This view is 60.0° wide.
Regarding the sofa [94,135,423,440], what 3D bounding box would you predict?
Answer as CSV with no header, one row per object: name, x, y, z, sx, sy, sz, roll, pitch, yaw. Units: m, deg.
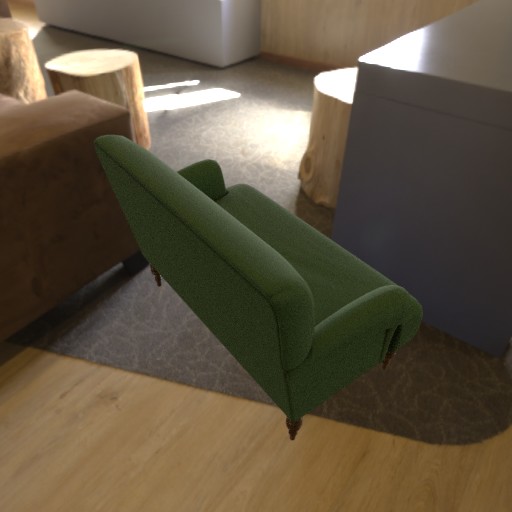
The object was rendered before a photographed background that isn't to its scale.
sofa,0.000,0.000,1.875,0.779,0.889,1.297,-26,46,-28
